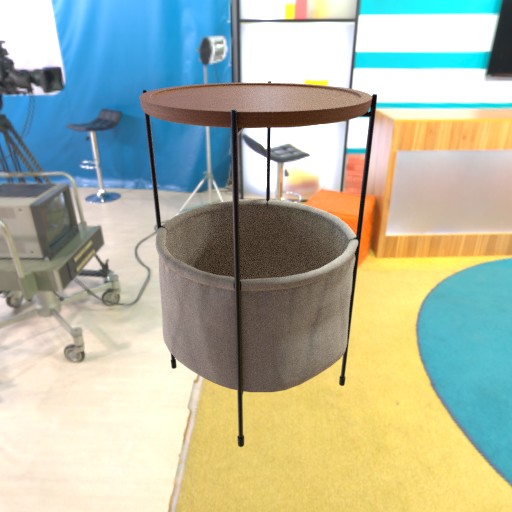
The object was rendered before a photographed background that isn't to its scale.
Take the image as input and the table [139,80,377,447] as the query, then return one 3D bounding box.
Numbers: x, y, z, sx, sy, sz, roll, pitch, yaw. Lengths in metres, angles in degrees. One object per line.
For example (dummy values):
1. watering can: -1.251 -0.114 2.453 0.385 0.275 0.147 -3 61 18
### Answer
1. table: 0.000 0.000 0.893 0.393 0.623 0.393 -19 32 -32
